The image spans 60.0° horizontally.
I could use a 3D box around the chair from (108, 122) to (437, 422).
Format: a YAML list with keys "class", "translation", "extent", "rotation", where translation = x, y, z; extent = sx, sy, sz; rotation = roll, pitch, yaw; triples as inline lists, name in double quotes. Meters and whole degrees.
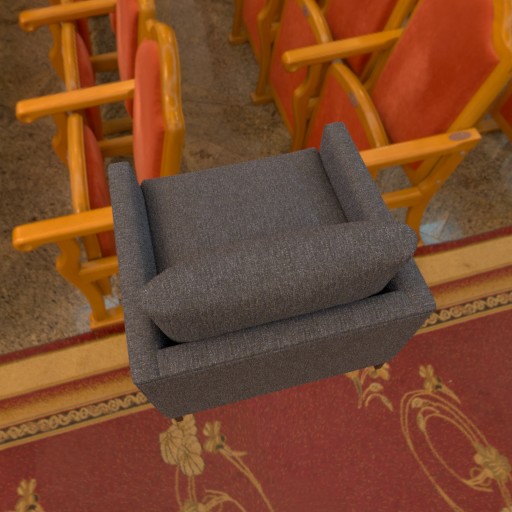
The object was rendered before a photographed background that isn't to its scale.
- class: "chair"
  translation: [0.000, 0.000, 1.665]
  extent: [0.963, 0.861, 0.866]
  rotation: [-12, 60, -7]
